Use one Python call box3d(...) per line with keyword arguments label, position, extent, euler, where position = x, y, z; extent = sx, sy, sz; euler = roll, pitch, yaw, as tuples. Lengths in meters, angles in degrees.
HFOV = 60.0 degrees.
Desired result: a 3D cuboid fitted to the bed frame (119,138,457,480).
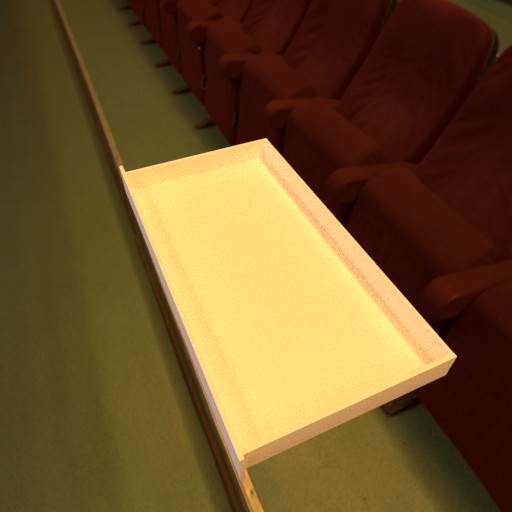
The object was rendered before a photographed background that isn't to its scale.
box3d(label="bed frame", position=(0.000, 0.000, 1.585), extent=(0.670, 0.141, 1.300), euler=(-18, 49, -17))
